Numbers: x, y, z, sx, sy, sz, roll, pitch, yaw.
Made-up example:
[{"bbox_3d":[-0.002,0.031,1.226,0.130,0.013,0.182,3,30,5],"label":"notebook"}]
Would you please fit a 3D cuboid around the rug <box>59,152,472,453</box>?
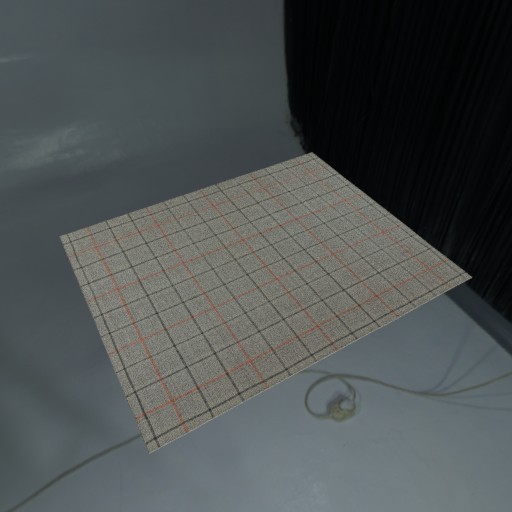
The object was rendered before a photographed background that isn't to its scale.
[{"bbox_3d":[0.000,0.000,4.161,3.048,0.012,2.444,-22,49,-21],"label":"rug"}]
